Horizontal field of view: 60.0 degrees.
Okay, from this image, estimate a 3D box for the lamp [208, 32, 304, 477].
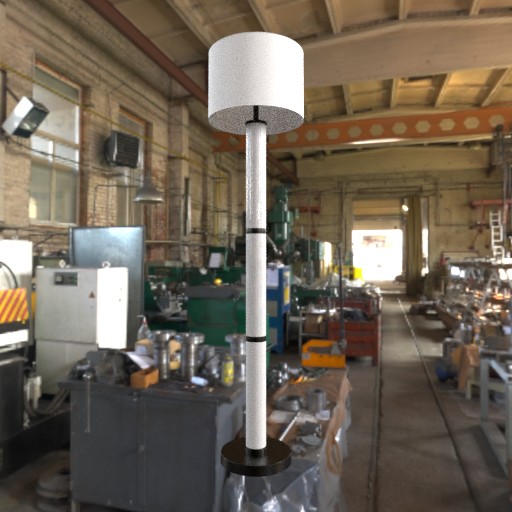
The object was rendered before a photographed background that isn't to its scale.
[{"bbox_3d":[0.000,0.000,1.751,0.377,1.599,0.377,0,-1,-17],"label":"lamp"}]
